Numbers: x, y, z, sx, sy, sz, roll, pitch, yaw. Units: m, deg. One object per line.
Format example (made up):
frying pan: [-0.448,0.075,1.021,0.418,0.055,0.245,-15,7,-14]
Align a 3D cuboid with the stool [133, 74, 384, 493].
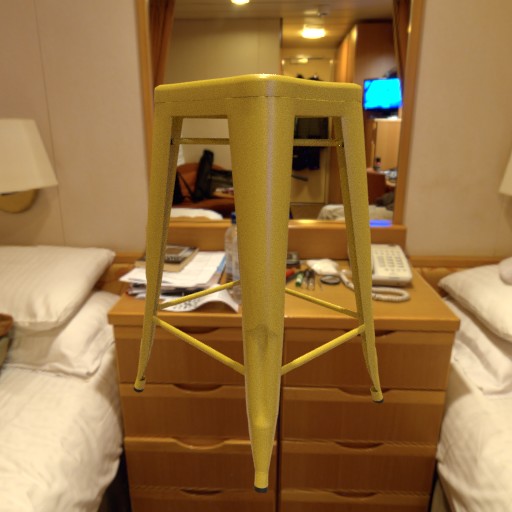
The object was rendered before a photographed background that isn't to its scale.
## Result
stool: [0.000,0.000,0.844,0.359,0.609,0.399,-15,22,-42]
